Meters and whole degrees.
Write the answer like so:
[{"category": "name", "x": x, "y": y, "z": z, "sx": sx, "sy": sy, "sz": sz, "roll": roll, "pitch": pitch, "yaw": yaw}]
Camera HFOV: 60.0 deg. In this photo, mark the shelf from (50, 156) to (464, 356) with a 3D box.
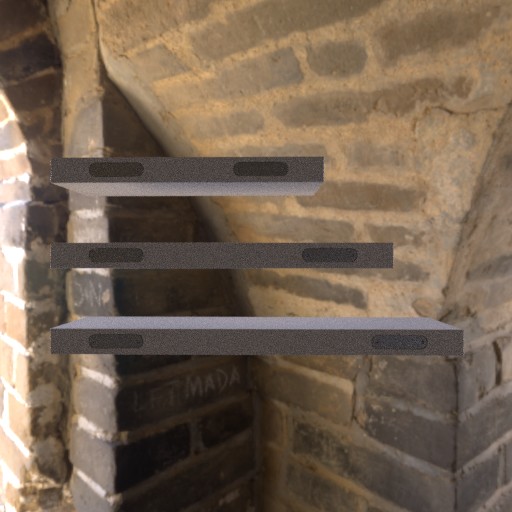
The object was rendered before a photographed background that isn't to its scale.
[{"category": "shelf", "x": 0.000, "y": 0.000, "z": 0.723, "sx": 0.610, "sy": 0.293, "sz": 0.140, "roll": 0, "pitch": 0, "yaw": 1}]
